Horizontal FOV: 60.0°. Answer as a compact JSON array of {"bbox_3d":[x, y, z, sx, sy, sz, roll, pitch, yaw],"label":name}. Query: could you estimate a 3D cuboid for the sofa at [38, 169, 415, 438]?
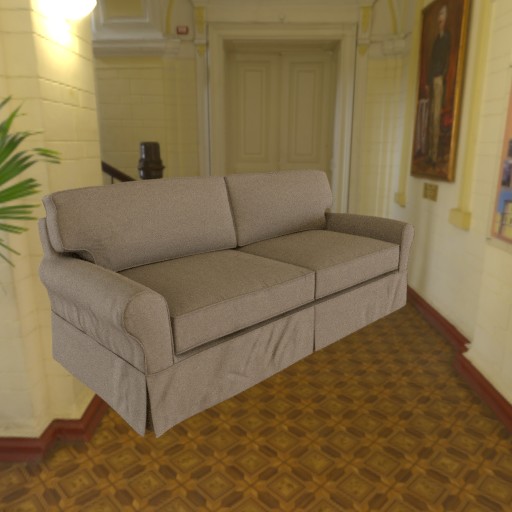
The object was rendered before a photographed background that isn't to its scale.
[{"bbox_3d":[0.000,0.000,2.673,2.248,0.943,0.991,-14,20,-43],"label":"sofa"}]
